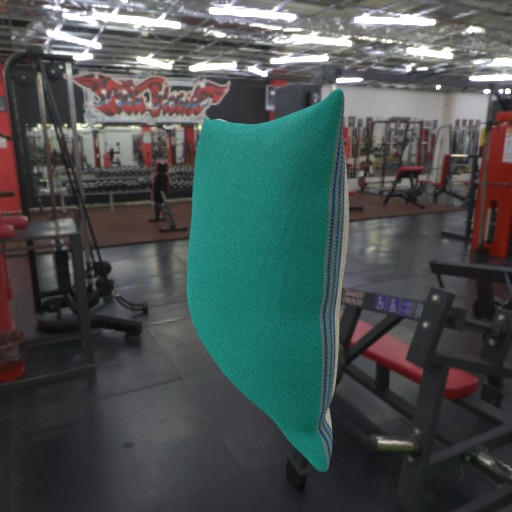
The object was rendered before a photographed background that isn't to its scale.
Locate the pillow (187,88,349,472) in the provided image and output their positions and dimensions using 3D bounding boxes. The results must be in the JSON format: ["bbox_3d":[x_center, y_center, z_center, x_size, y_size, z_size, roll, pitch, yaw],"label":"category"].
[{"bbox_3d":[0.000,0.000,0.677,0.182,0.441,0.440,-6,16,-24],"label":"pillow"}]
